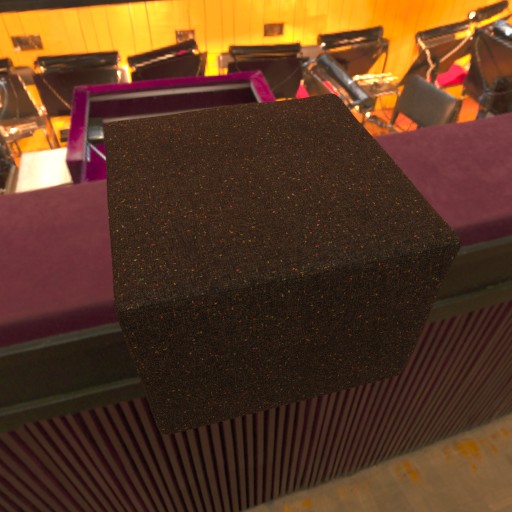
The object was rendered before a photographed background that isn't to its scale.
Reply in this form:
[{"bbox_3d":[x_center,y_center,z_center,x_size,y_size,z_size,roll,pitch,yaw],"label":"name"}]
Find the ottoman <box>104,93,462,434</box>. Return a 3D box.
[{"bbox_3d":[0.000,0.000,0.898,0.508,0.432,0.508,-11,46,-11],"label":"ottoman"}]
